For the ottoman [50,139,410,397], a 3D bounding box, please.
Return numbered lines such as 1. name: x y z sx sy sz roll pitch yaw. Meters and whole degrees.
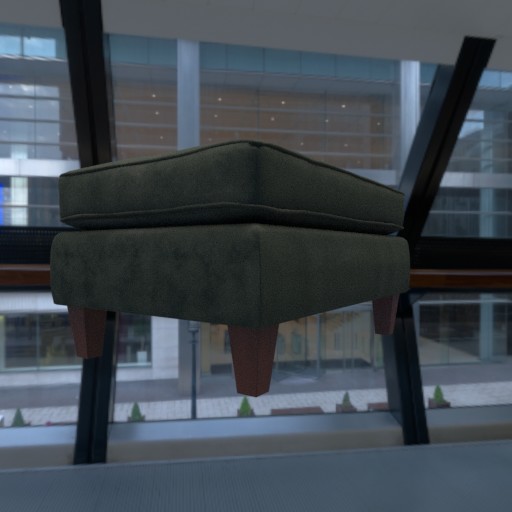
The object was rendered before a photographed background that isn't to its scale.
1. ottoman: 0.000 0.000 1.251 0.632 0.495 0.864 0 1 35
